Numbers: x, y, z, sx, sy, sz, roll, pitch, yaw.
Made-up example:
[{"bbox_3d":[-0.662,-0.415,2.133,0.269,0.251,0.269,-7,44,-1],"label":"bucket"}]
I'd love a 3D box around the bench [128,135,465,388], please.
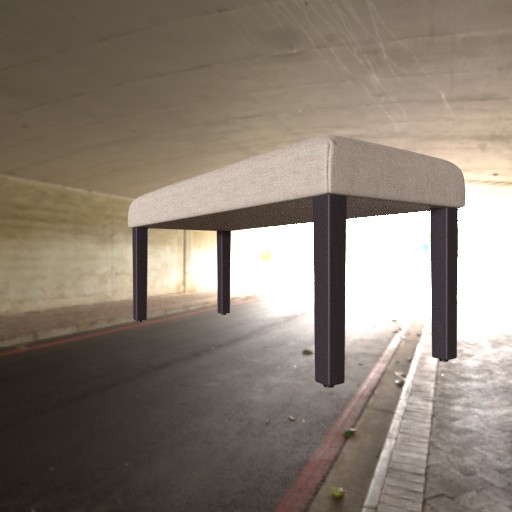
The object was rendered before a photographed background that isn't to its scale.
[{"bbox_3d":[0.000,0.000,1.254,0.407,0.456,1.013,0,0,-34],"label":"bench"}]
